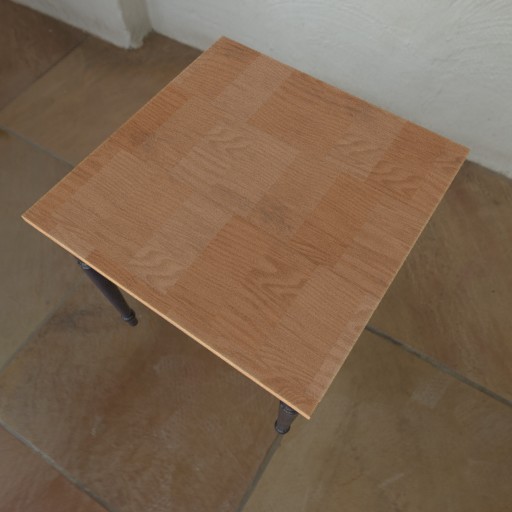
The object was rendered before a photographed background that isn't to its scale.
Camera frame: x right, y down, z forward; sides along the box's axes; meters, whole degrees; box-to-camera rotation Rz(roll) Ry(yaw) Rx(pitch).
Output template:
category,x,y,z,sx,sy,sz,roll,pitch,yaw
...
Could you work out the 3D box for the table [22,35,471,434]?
category,x,y,z,sx,sy,sz,roll,pitch,yaw
table,0.000,0.000,1.349,0.747,0.738,0.747,31,66,15
